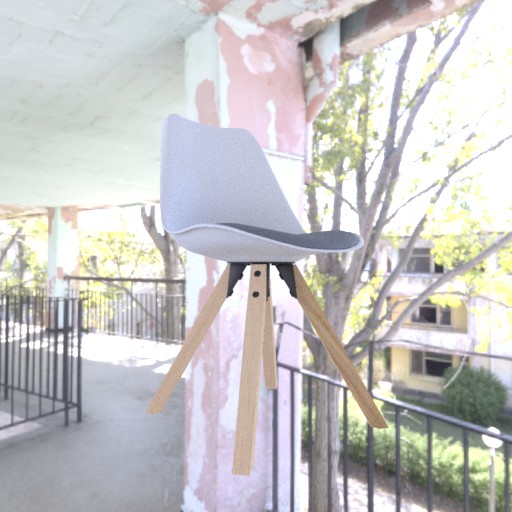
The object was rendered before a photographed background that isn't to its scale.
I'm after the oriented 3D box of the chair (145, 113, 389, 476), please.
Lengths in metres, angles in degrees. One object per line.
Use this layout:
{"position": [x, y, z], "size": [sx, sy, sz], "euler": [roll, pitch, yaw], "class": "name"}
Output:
{"position": [0.000, 0.000, 1.177], "size": [0.485, 0.850, 0.550], "euler": [1, -2, -36], "class": "chair"}
